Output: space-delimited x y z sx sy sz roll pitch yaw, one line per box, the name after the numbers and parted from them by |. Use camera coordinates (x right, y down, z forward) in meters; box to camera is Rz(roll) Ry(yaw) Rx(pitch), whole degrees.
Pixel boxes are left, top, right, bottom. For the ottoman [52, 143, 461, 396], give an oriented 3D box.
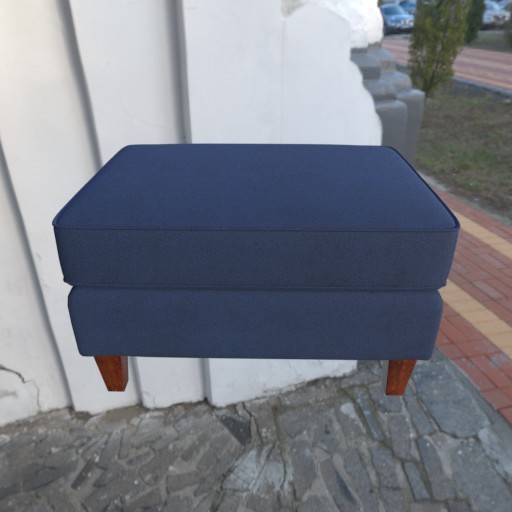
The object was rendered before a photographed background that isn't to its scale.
0.000 0.000 1.405 0.965 0.584 0.686 1 30 1 | ottoman
